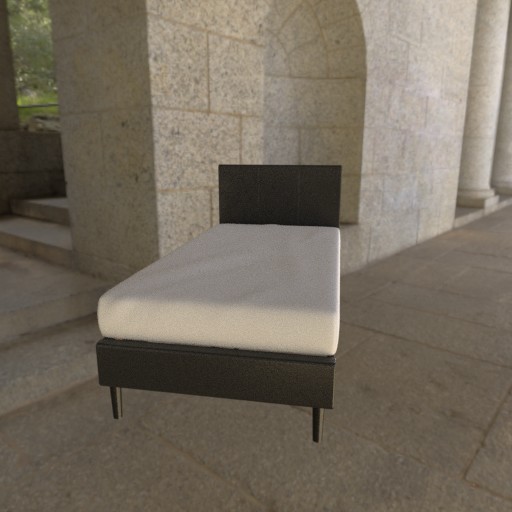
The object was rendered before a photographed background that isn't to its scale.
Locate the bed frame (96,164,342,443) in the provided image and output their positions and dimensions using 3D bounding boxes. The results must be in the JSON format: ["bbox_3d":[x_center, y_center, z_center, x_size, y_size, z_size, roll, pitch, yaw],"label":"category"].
[{"bbox_3d":[0.000,0.000,2.616,1.038,1.046,2.152,2,14,10],"label":"bed frame"}]
